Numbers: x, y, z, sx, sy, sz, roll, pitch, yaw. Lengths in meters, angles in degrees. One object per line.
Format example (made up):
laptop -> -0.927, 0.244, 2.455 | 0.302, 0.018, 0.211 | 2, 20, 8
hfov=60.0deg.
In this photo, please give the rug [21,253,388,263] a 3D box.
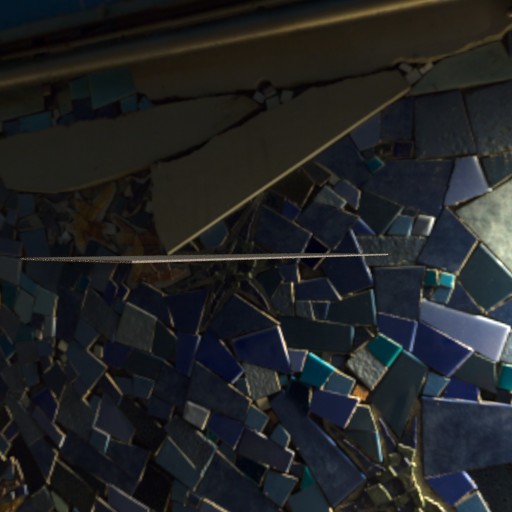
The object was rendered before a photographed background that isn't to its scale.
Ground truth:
rug -> 0.000, 0.000, 2.696 | 0.762, 0.008, 2.439 | 1, 1, 36
